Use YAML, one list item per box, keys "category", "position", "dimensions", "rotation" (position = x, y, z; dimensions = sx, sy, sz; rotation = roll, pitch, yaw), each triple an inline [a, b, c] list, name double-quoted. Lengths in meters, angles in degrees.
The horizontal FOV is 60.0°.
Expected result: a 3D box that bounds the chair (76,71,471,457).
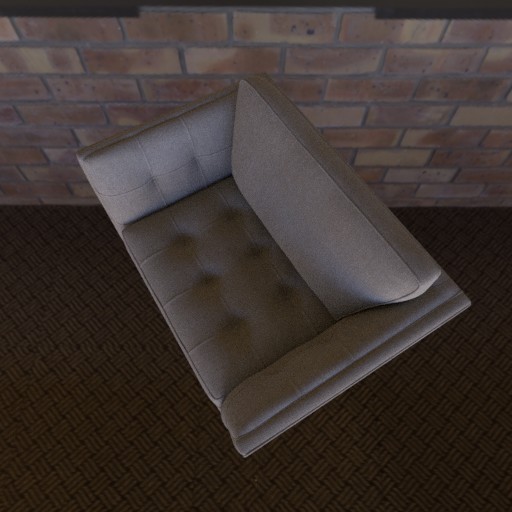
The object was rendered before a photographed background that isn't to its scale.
- category: "chair"
  position: [0.000, 0.000, 2.000]
  dimensions: [0.965, 0.942, 1.396]
  rotation: [-29, 67, -14]
